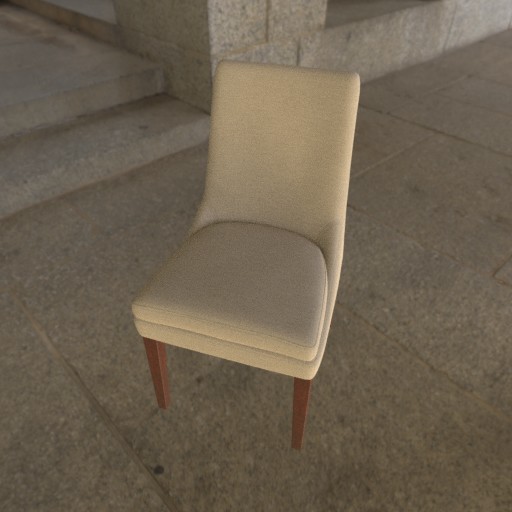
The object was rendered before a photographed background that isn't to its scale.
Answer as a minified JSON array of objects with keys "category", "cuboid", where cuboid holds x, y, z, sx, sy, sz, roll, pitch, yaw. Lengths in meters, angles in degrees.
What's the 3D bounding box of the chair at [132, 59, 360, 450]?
[{"category":"chair","cuboid":[0.000,0.000,1.328,0.515,0.940,0.638,12,41,13]}]
